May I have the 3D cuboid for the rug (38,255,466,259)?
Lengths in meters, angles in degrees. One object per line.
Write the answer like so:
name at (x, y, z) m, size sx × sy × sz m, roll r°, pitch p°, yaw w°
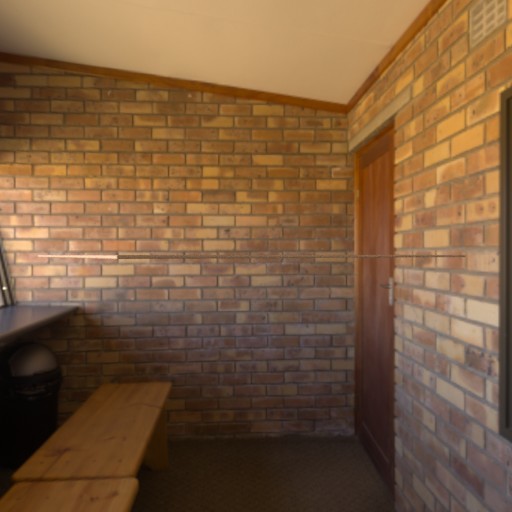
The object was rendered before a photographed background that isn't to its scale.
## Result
rug at (0.000, 0.000, 2.837) m, size 2.290 × 0.014 × 1.526 m, roll 0°, pitch 0°, yaw -36°
